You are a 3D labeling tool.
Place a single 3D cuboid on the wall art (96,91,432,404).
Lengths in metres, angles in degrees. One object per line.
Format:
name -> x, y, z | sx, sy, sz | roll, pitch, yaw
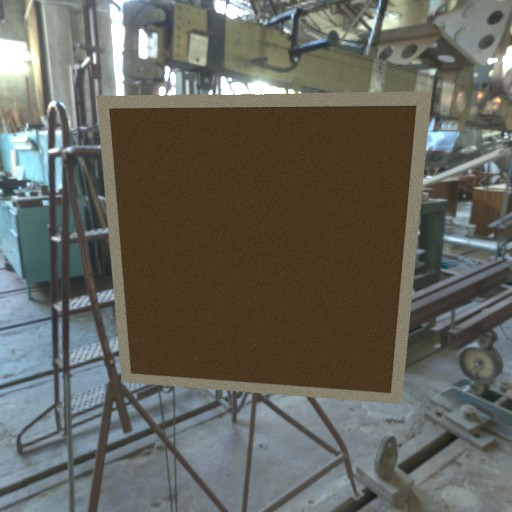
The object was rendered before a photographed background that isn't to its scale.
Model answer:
wall art -> 0.000, 0.000, 1.178 | 0.812, 0.812, 0.015 | 2, 15, 8
